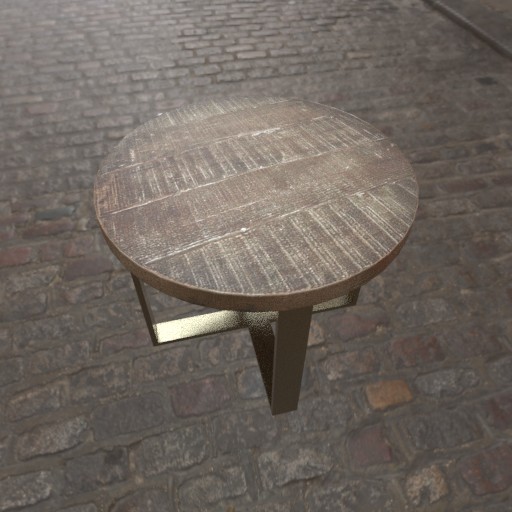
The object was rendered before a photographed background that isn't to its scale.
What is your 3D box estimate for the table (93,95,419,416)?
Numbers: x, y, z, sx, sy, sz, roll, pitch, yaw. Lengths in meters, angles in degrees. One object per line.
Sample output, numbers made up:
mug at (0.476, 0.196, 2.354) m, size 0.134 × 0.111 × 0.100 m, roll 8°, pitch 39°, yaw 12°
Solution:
table at (0.000, 0.000, 0.941) m, size 0.557 × 0.437 × 0.557 m, roll 0°, pitch 47°, yaw 0°
